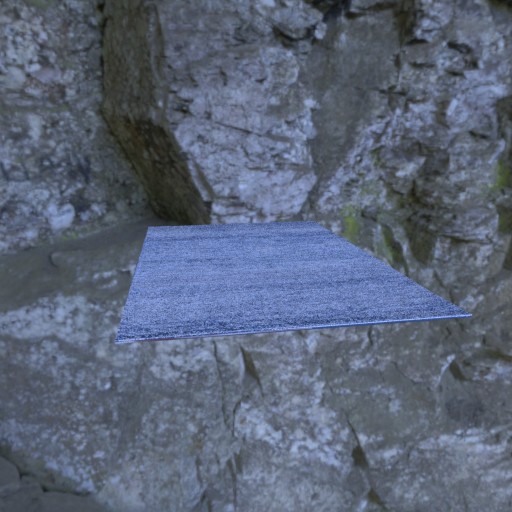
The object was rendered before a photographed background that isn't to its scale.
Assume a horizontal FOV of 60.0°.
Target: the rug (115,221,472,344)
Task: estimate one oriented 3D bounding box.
[{"bbox_3d":[0.000,0.000,2.236,1.159,0.025,1.793,-3,15,-10],"label":"rug"}]
